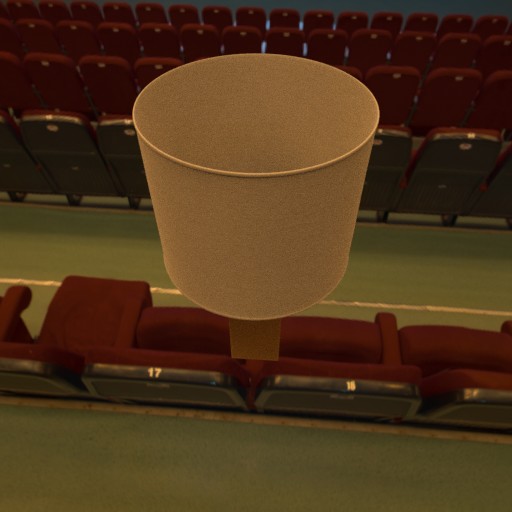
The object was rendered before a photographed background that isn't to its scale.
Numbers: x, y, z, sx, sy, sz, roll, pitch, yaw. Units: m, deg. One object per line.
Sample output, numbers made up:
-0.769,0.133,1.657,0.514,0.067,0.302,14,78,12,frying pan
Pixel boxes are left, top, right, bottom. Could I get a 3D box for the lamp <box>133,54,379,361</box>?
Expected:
0.000,0.000,0.568,0.229,0.417,0.229,3,46,3,lamp
